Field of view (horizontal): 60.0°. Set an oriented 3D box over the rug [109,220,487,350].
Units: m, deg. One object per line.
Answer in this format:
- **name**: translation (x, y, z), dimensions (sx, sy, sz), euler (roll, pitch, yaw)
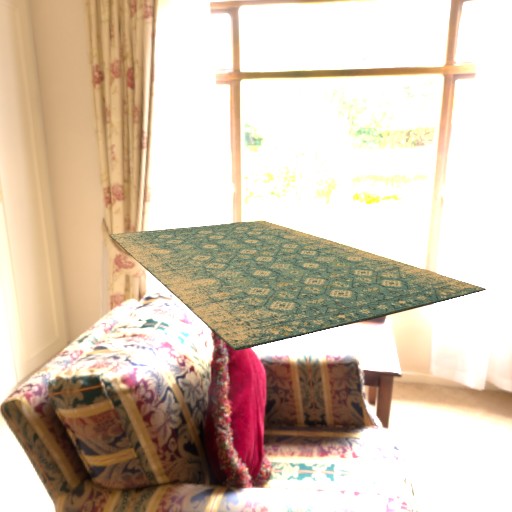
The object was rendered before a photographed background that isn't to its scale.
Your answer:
- **rug**: translation (0.000, 0.000, 2.234), dimensions (1.102, 0.008, 1.795), euler (-8, 16, -28)
